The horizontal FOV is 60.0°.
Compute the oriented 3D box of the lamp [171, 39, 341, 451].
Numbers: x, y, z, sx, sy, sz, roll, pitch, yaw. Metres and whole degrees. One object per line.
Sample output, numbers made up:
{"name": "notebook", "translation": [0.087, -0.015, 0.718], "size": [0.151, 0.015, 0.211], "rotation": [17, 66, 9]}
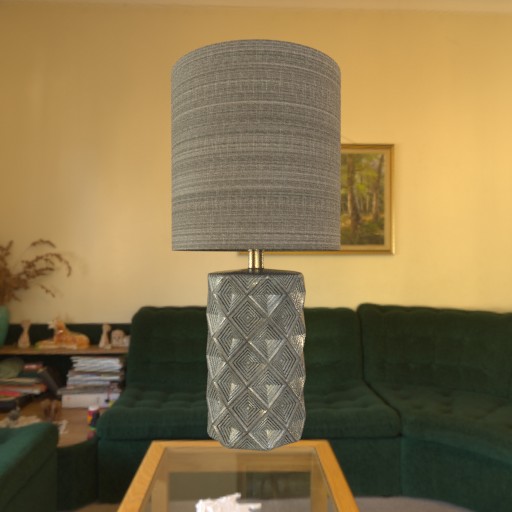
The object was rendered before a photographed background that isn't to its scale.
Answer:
{"name": "lamp", "translation": [0.000, 0.000, 0.712], "size": [0.268, 0.566, 0.269], "rotation": [0, 0, -19]}
